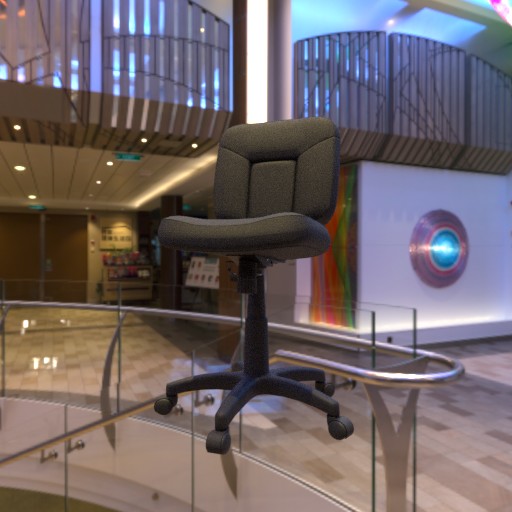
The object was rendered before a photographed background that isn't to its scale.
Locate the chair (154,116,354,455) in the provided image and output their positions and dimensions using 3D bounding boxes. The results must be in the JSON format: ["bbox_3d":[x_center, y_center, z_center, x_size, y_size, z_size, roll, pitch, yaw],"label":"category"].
[{"bbox_3d":[0.000,0.000,1.353,0.610,0.972,0.610,0,0,20],"label":"chair"}]
